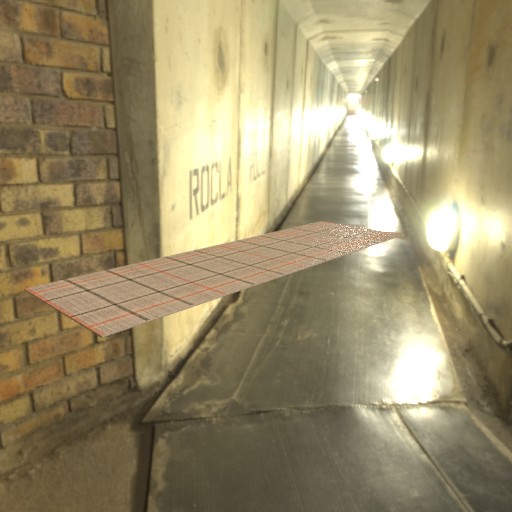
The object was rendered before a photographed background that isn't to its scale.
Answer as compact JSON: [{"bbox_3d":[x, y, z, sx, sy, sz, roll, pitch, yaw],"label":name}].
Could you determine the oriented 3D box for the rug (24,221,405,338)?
[{"bbox_3d":[0.000,0.000,2.730,0.762,0.008,2.439,14,20,42],"label":"rug"}]
